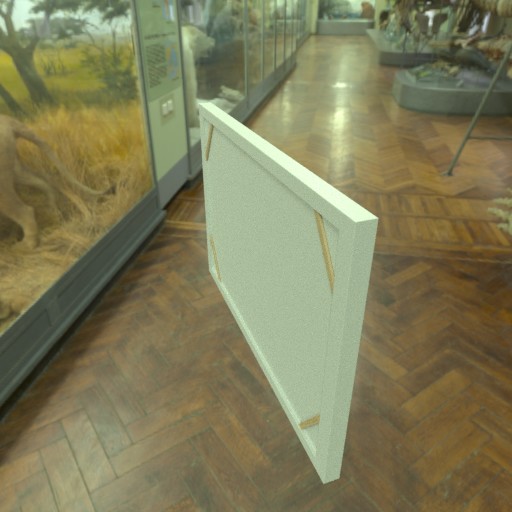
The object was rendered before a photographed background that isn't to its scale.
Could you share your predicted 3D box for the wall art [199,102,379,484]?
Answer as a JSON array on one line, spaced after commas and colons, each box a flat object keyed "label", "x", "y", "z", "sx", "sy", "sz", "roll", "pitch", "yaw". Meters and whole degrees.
[{"label": "wall art", "x": 0.000, "y": 0.000, "z": 1.159, "sx": 0.038, "sy": 0.609, "sz": 0.914, "roll": -11, "pitch": 31, "yaw": -18}]
